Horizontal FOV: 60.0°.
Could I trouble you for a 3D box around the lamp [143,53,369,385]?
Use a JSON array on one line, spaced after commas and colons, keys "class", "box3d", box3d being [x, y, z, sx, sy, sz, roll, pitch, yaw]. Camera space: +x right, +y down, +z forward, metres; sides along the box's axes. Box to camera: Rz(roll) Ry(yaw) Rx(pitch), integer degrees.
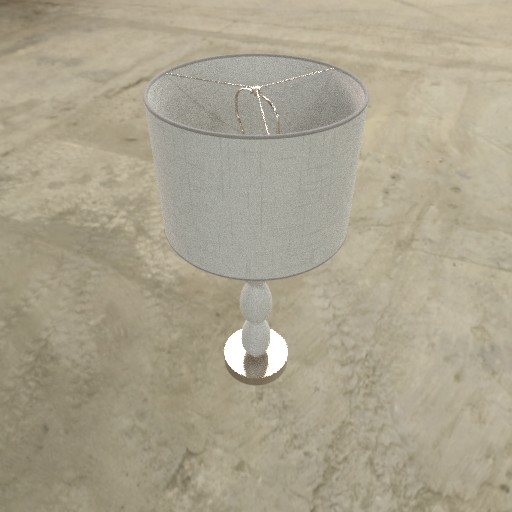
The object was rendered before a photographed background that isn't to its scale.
[{"class": "lamp", "box3d": [0.000, 0.000, 0.738, 0.280, 0.559, 0.282, -25, 47, -26]}]
